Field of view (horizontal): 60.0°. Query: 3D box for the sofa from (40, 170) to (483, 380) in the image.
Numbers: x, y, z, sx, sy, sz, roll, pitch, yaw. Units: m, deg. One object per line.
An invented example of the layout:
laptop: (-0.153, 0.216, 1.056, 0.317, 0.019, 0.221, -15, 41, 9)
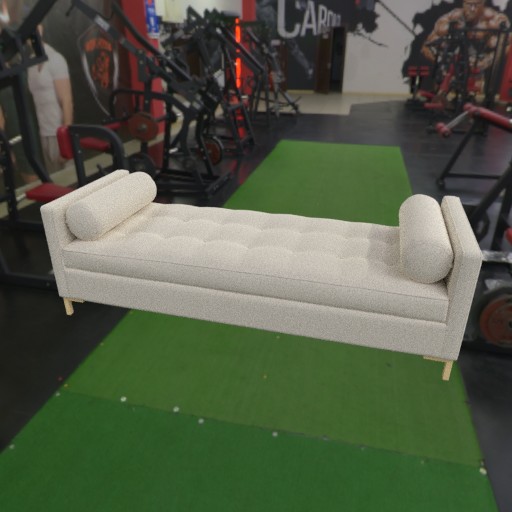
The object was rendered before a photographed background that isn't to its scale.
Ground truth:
sofa: (0.000, 0.000, 2.340, 1.985, 0.641, 0.746, 7, 27, 14)
